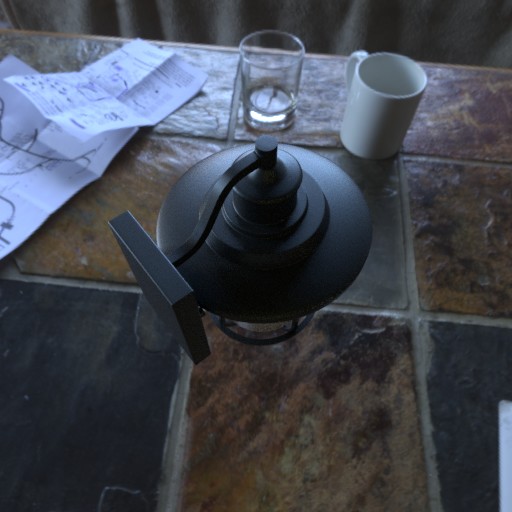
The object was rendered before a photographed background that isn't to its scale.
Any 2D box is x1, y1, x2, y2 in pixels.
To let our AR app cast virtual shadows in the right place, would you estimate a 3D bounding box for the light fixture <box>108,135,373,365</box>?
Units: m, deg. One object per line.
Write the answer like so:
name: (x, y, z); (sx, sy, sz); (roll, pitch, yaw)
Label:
light fixture: (0.000, 0.000, 0.514); (0.252, 0.345, 0.222); (-34, 65, -19)
